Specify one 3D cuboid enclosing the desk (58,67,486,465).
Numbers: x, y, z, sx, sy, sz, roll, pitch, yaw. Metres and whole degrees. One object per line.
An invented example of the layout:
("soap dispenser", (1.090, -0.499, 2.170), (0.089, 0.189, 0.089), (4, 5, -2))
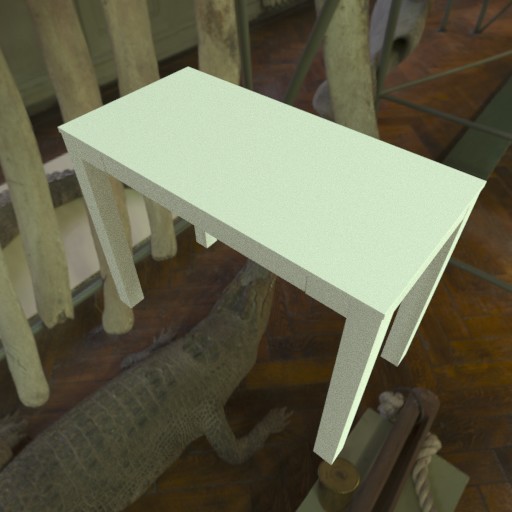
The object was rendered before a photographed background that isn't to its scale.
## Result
("desk", (0.000, 0.000, 1.398), (0.990, 0.762, 0.497), (31, 54, 26))
